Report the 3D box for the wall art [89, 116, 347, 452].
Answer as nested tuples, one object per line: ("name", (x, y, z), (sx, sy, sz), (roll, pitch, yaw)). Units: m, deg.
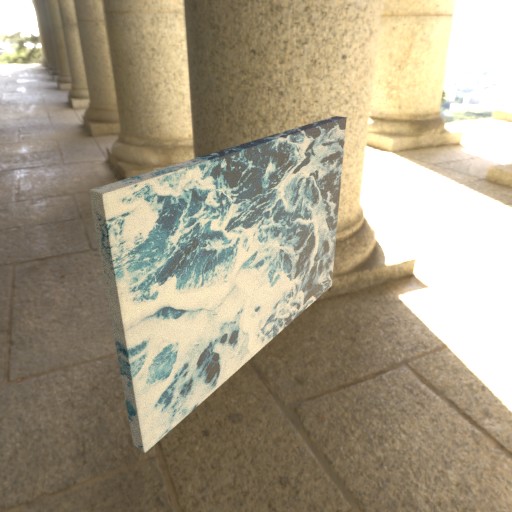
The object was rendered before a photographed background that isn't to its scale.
("wall art", (0.000, 0.000, 1.199), (0.042, 0.610, 0.915), (18, 32, 31))
